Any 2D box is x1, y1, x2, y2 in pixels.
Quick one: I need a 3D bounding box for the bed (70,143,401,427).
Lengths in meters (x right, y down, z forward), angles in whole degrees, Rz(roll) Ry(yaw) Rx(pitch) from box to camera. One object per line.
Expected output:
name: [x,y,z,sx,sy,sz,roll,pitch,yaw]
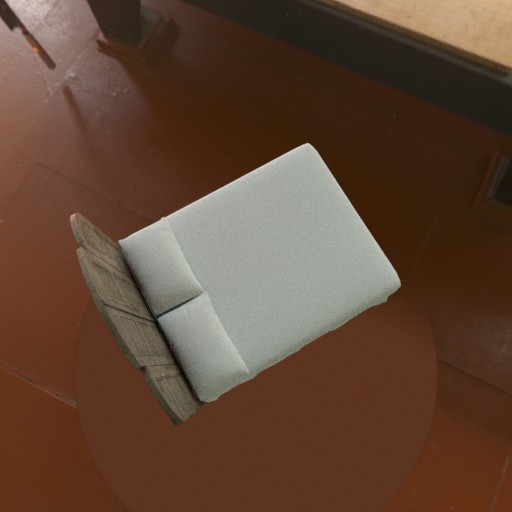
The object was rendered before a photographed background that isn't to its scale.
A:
bed: [0.000,0.000,3.548,2.138,2.019,1.713,-29,79,-6]
